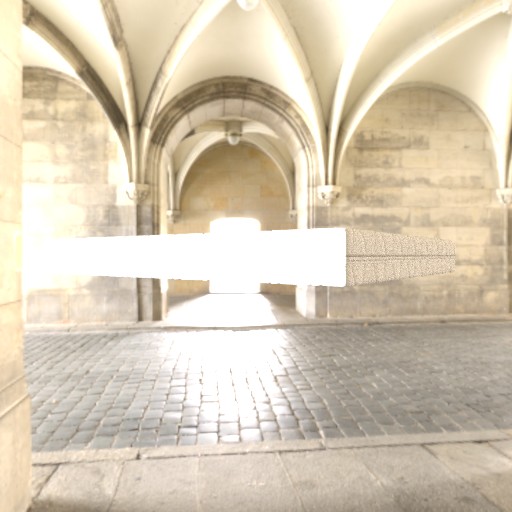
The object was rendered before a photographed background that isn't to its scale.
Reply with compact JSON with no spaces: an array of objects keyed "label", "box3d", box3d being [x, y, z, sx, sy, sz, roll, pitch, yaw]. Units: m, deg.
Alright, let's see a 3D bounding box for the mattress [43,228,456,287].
[{"label":"mattress","box3d":[0.000,0.000,2.648,1.900,0.200,1.600,0,0,36]}]
